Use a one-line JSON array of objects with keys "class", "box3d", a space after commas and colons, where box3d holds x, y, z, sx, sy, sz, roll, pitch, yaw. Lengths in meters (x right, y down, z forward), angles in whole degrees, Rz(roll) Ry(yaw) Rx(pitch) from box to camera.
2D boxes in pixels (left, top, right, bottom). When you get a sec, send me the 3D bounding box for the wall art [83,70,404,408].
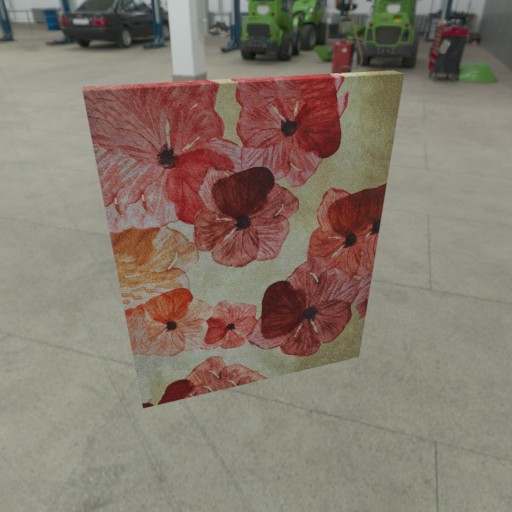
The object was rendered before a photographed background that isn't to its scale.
[{"class": "wall art", "box3d": [0.000, 0.000, 0.678, 0.406, 0.508, 0.028, -9, 32, -15]}]
